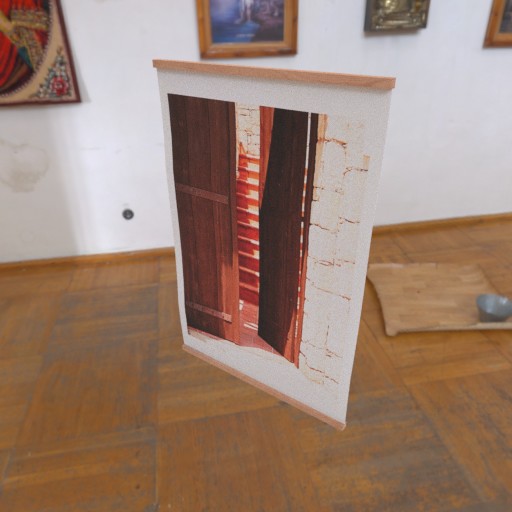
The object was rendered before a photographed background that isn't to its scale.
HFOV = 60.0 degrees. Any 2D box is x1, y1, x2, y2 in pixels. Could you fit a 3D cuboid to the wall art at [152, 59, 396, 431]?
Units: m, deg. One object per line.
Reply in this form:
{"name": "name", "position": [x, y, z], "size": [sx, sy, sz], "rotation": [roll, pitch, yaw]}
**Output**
{"name": "wall art", "position": [0.000, 0.000, 0.645], "size": [0.332, 0.508, 0.012], "rotation": [19, 34, 30]}
